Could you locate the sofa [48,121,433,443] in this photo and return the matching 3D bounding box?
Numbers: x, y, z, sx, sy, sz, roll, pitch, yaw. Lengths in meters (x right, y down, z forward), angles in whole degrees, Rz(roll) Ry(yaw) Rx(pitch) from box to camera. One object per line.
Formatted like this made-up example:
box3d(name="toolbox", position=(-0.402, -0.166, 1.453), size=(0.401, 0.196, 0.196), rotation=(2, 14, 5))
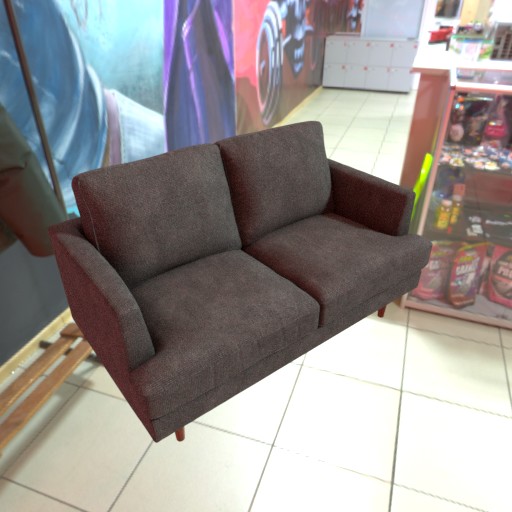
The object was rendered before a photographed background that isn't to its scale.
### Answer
box3d(name="sofa", position=(0.000, 0.000, 2.082), size=(1.582, 0.956, 0.903), rotation=(-22, 38, -31))
